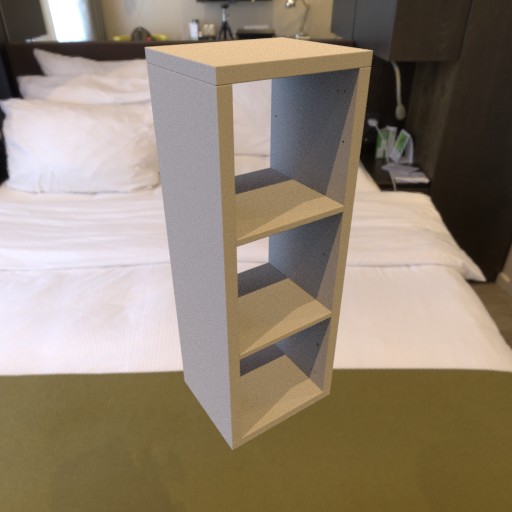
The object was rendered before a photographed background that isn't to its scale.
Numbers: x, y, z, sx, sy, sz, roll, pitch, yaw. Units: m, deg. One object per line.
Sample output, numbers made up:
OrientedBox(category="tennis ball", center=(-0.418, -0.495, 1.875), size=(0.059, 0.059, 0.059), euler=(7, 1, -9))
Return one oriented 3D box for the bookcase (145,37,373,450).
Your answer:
OrientedBox(category="bookcase", center=(0.000, 0.000, 1.267), size=(0.390, 1.080, 0.330), euler=(-19, 36, -28))
